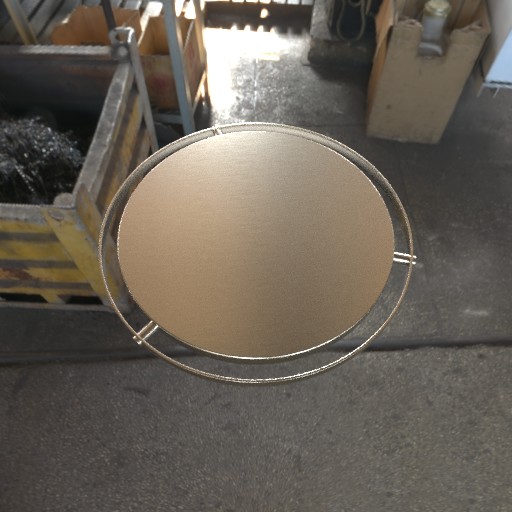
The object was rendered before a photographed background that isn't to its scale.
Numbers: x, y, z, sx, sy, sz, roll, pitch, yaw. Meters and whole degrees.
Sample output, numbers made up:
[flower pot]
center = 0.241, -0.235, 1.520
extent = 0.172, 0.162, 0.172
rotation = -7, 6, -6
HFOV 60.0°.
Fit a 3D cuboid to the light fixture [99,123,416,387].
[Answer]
[light fixture]
center = 0.000, 0.000, 0.568
extent = 0.361, 0.130, 0.361
rotation = 0, 58, 0
